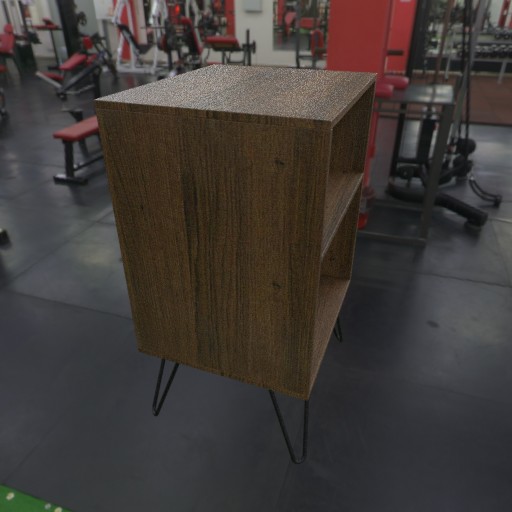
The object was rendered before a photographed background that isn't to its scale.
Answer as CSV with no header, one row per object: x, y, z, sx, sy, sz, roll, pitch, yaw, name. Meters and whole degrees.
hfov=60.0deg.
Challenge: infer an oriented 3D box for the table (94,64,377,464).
0.000,0.000,1.184,0.457,0.866,0.526,11,32,18,table
